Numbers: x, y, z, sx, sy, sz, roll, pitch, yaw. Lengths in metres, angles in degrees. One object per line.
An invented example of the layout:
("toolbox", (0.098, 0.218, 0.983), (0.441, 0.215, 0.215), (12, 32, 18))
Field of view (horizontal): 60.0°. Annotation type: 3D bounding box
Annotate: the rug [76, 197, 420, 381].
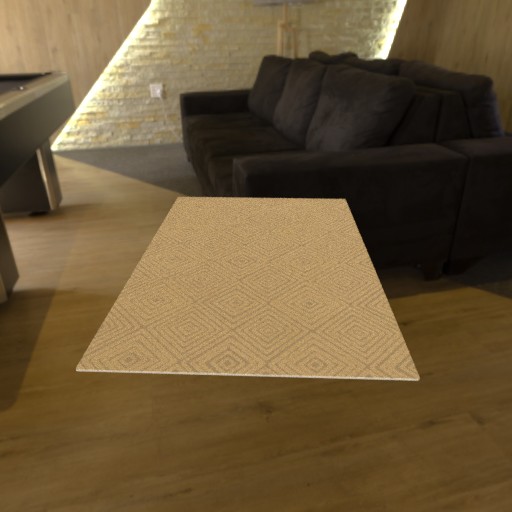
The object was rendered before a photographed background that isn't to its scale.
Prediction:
("rug", (0.000, 0.000, 2.249), (1.143, 0.008, 1.753), (1, 27, 2))
